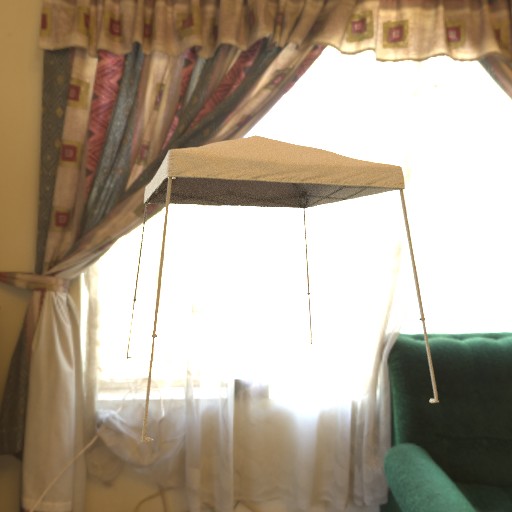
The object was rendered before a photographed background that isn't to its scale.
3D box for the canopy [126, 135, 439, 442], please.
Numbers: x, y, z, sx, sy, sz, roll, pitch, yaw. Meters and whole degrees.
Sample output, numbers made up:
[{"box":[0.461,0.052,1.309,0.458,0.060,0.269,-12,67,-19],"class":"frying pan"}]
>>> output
[{"box":[0.000,0.000,6.616,3.599,3.600,3.600,0,1,-19],"class":"canopy"}]
